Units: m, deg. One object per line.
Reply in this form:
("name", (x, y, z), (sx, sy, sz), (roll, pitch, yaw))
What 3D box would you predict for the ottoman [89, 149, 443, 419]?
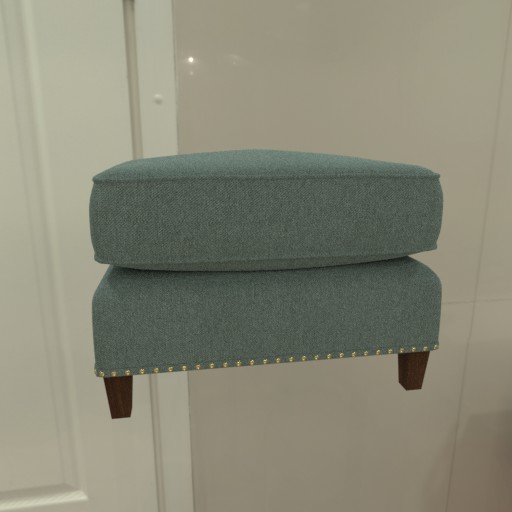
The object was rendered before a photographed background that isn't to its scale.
("ottoman", (0.000, 0.000, 1.146), (0.738, 0.537, 0.589), (-2, 15, -9))
